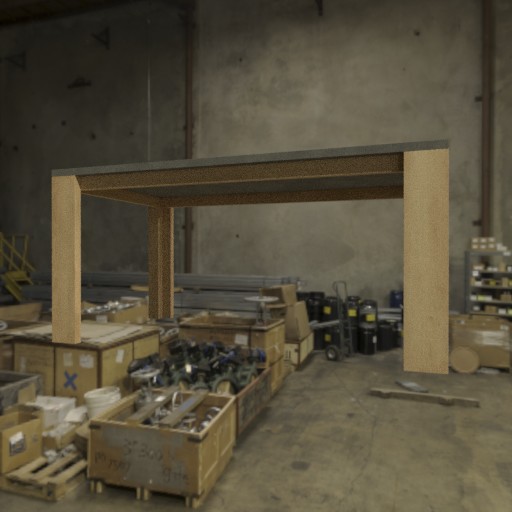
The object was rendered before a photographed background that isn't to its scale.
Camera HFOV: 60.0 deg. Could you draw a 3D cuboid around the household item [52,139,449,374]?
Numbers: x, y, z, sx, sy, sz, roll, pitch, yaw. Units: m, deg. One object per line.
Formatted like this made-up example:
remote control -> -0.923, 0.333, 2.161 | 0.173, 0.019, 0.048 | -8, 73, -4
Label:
household item -> 0.000, 0.000, 2.084 | 1.600, 0.755, 0.850 | 0, 0, 19
